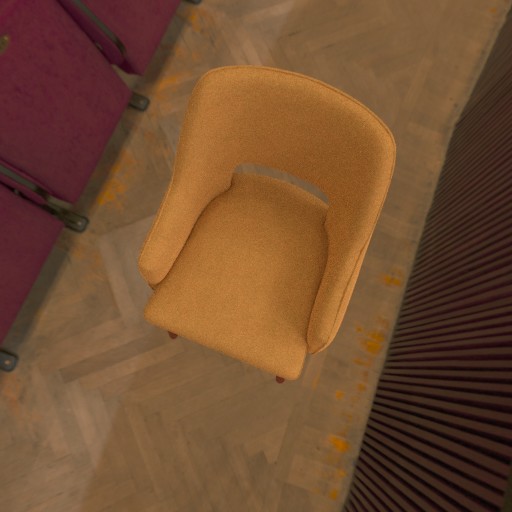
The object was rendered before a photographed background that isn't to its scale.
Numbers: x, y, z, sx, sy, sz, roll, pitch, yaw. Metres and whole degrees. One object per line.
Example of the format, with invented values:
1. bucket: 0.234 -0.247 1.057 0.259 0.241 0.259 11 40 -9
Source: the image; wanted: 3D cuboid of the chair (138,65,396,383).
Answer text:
1. chair: 0.000 0.000 1.249 0.548 0.849 0.605 21 77 5
